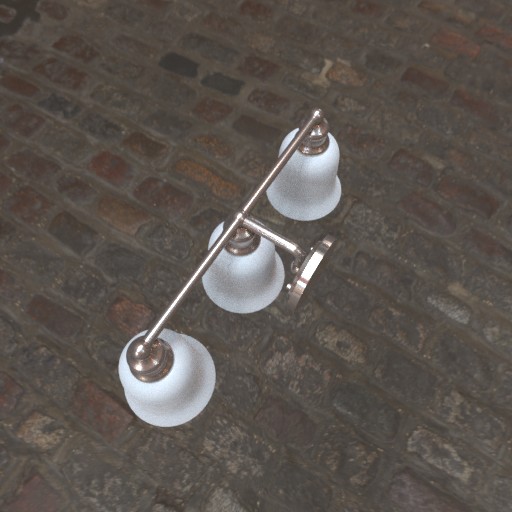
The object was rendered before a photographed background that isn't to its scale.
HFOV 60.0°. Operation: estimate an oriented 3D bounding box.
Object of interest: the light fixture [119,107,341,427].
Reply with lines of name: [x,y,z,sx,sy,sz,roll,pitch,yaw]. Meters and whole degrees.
light fixture: [0.000,0.000,0.678,0.198,0.211,0.570,30,69,13]
